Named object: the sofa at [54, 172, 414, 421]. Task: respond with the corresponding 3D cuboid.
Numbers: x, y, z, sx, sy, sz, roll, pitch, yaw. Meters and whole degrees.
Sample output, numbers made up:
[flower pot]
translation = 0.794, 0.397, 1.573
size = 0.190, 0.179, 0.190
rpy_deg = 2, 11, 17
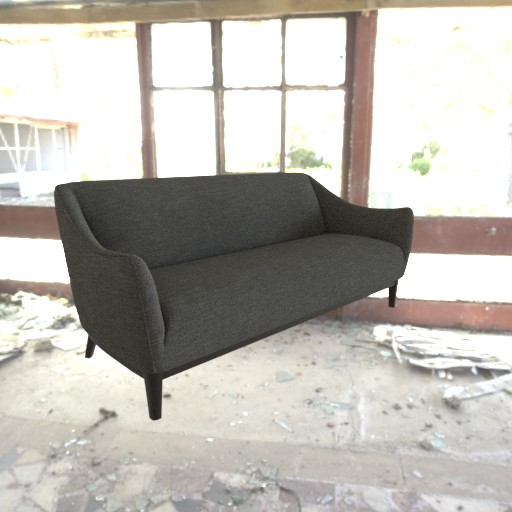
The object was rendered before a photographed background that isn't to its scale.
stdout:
[sofa]
translation = 0.000, 0.000, 2.380
size = 1.928, 0.829, 0.867
rpy_deg = -12, 18, -43
